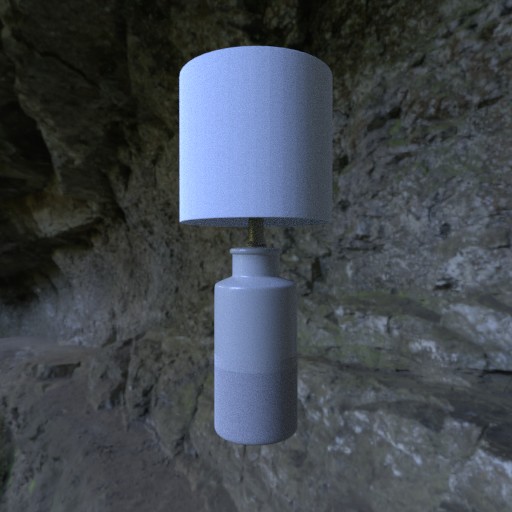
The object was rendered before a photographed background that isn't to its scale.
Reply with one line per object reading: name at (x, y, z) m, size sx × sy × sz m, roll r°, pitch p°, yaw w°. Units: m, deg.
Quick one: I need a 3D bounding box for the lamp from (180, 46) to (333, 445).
lamp at (0.000, 0.000, 0.626) m, size 0.212 × 0.493 × 0.212 m, roll 0°, pitch 1°, yaw 0°
